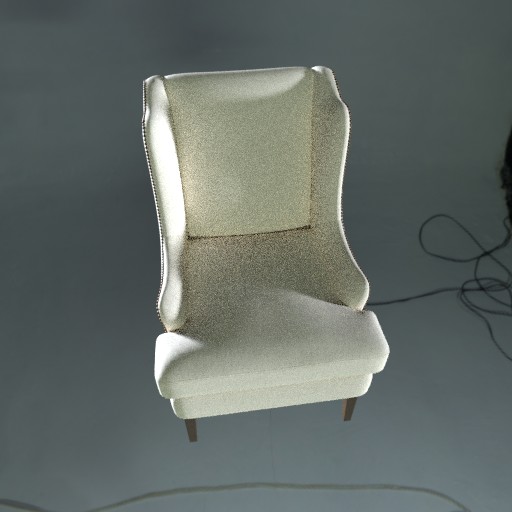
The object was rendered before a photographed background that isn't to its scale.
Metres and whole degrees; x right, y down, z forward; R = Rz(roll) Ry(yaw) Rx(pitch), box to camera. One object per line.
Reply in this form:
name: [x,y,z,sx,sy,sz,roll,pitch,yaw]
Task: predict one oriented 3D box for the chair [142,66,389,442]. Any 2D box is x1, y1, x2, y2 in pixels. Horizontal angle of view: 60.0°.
chair: [0.000,0.000,1.638,0.737,1.029,0.940,-6,46,-5]
